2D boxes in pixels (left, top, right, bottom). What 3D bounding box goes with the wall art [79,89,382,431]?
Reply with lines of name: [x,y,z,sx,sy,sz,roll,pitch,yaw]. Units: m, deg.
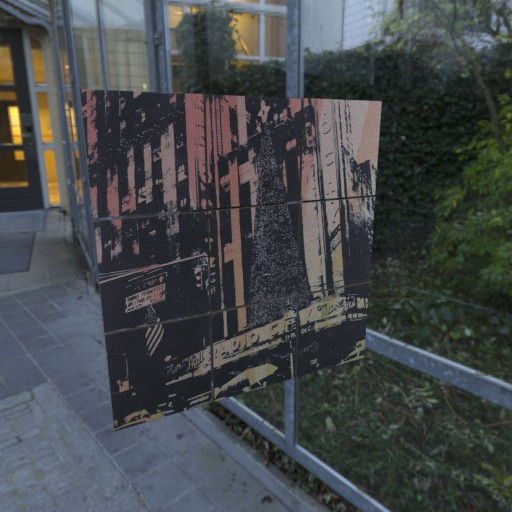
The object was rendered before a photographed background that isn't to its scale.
wall art: [0.000,0.000,1.789,1.216,1.216,0.013,-8,18,-27]
